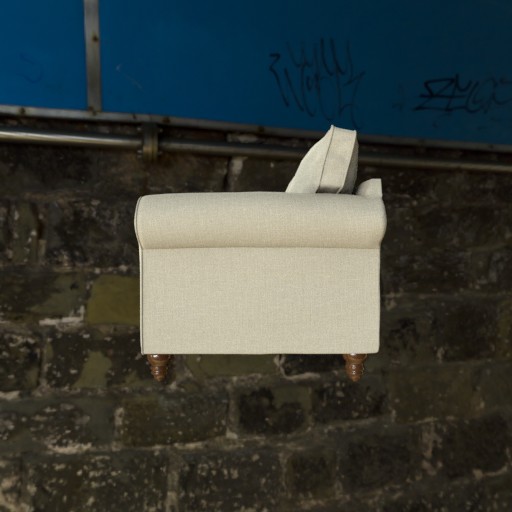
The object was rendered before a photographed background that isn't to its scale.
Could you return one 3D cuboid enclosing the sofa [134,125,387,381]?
[{"bbox_3d":[0.000,0.000,2.590,0.916,0.961,2.084,0,0,0],"label":"sofa"}]
